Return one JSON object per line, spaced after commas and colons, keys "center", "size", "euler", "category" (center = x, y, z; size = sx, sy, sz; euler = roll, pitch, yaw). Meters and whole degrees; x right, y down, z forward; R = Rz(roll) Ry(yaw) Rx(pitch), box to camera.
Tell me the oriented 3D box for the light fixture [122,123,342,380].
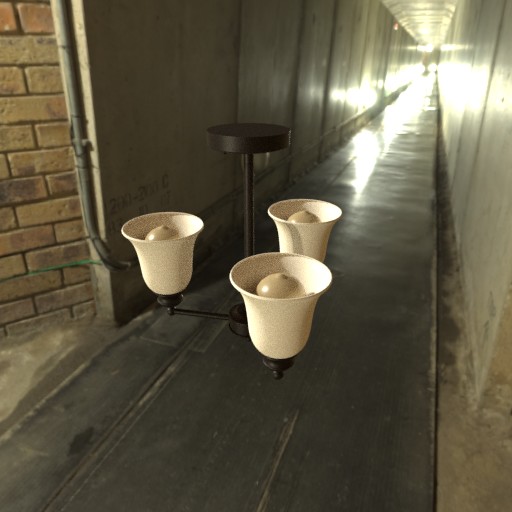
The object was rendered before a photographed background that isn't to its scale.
{"center": [0.000, 0.000, 0.685], "size": [0.388, 0.370, 0.354], "euler": [-8, 26, -16], "category": "light fixture"}
